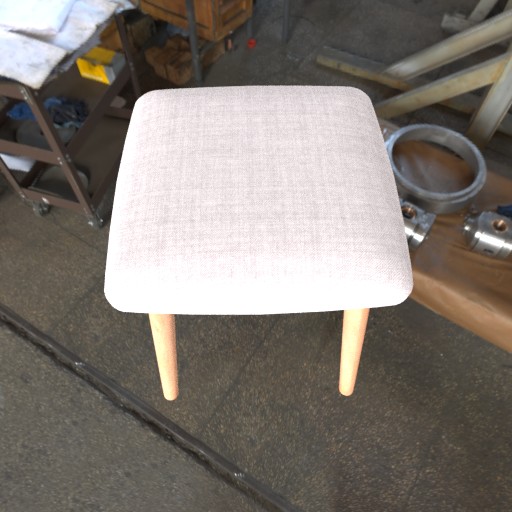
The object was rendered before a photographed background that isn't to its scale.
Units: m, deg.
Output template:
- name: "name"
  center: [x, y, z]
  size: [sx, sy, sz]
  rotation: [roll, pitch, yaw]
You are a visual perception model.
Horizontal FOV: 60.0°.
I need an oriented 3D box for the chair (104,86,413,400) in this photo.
- name: "chair"
  center: [0.000, 0.000, 0.707]
  size: [0.350, 0.440, 0.350]
  rotation: [-1, 59, -1]
